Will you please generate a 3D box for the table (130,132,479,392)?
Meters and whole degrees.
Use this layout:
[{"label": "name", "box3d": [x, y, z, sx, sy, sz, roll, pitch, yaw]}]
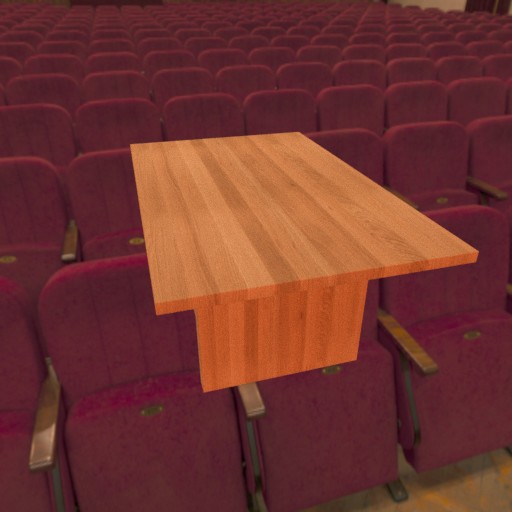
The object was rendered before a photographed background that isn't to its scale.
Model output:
[{"label": "table", "box3d": [0.000, 0.000, 1.471, 0.700, 0.510, 1.100, -8, 30, -14]}]
